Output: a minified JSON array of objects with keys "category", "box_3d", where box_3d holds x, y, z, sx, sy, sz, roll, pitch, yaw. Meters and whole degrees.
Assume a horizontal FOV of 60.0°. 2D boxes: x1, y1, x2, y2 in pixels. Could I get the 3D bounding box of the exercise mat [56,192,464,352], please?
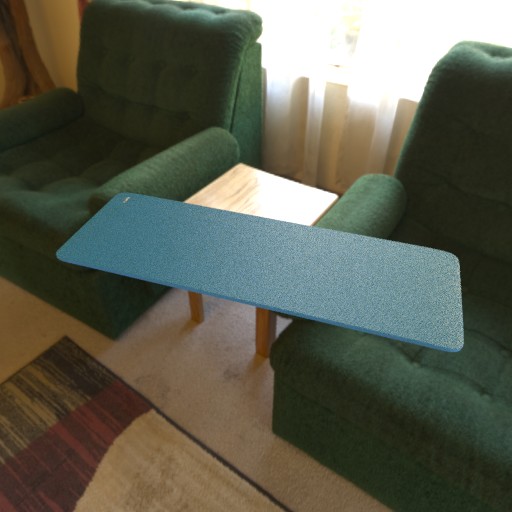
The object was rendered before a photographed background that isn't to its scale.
[{"category":"exercise mat","box_3d":[0.000,0.000,2.134,1.869,0.021,0.616,12,42,13]}]
